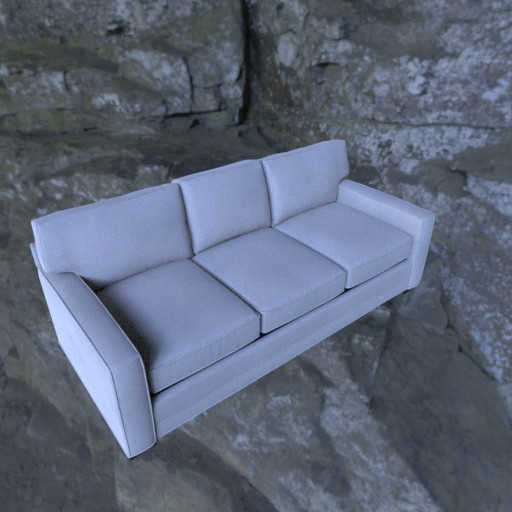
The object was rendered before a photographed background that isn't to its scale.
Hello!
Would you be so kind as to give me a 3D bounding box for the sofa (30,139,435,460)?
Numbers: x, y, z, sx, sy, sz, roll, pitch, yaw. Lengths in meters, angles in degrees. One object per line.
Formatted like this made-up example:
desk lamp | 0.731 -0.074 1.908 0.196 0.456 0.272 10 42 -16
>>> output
sofa | 0.000 0.000 2.518 2.088 0.862 0.935 -22 38 -32
